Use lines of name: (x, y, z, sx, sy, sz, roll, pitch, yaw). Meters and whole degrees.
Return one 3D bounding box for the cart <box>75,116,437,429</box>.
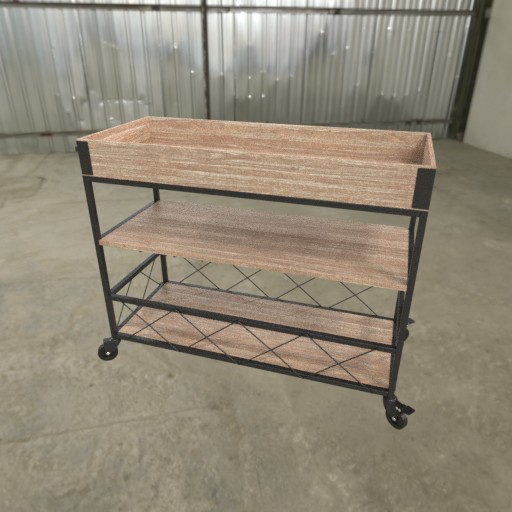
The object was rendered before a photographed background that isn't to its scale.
cart: (0.000, 0.000, 1.473, 1.101, 0.787, 0.500, 8, 28, 16)
